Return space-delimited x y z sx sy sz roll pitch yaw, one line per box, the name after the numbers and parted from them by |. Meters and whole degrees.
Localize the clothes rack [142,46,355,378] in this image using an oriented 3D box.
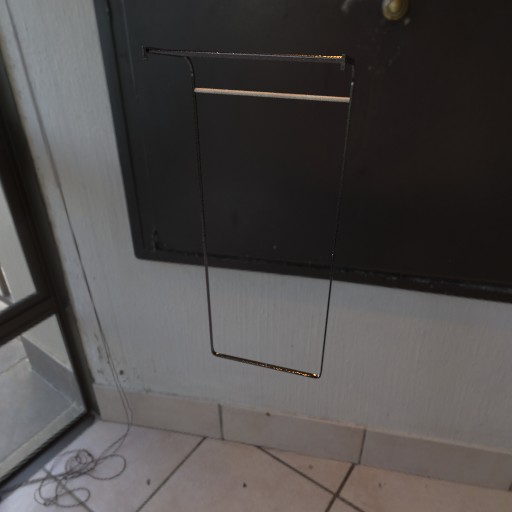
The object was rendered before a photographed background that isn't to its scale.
0.000 0.000 1.806 0.609 1.574 0.349 9 33 14 | clothes rack
